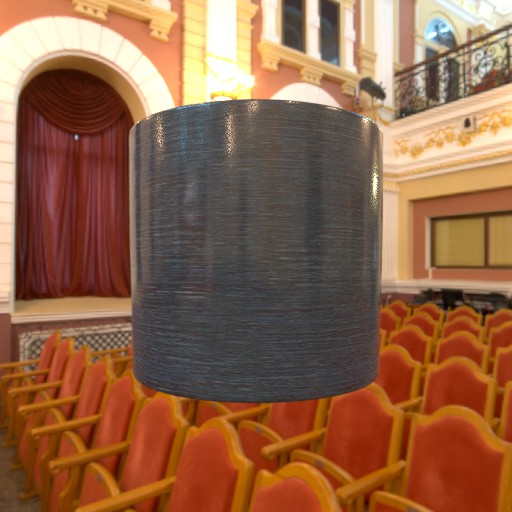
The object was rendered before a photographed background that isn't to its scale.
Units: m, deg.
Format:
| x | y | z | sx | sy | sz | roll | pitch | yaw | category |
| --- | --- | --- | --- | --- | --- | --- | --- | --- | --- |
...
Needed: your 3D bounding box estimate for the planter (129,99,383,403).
| x | y | z | sx | sy | sz | roll | pitch | yaw | category |
| --- | --- | --- | --- | --- | --- | --- | --- | --- | --- |
| 0.000 | 0.000 | 0.399 | 0.221 | 0.201 | 0.221 | 0 | -1 | 0 | planter |
